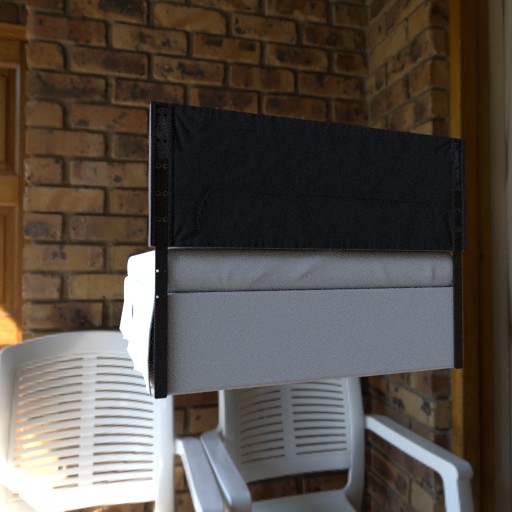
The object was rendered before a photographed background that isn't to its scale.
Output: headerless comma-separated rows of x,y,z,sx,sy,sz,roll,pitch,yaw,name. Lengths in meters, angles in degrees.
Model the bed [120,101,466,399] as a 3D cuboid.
0.000,0.000,2.911,1.621,1.168,1.958,0,-1,-20,bed
